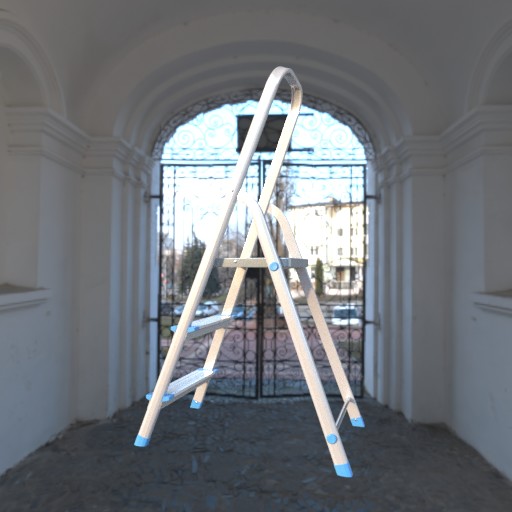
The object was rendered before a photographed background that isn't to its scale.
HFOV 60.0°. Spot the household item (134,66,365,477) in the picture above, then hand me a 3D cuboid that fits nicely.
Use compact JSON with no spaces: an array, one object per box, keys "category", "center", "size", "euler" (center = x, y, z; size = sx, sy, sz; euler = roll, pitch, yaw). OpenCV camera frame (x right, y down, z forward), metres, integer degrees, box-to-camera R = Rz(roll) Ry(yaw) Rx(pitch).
[{"category":"household item","center":[0.000,0.000,1.519],"size":[0.687,1.215,0.420],"euler":[0,-1,18]}]
